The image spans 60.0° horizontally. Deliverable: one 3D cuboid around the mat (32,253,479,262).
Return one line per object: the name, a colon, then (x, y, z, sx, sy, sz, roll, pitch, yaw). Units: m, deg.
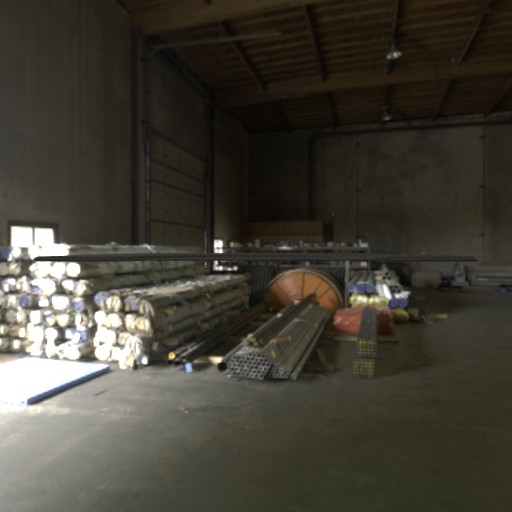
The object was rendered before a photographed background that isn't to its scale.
mat: (0.000, 0.000, 1.636, 1.220, 0.016, 0.917, 0, 1, 0)
